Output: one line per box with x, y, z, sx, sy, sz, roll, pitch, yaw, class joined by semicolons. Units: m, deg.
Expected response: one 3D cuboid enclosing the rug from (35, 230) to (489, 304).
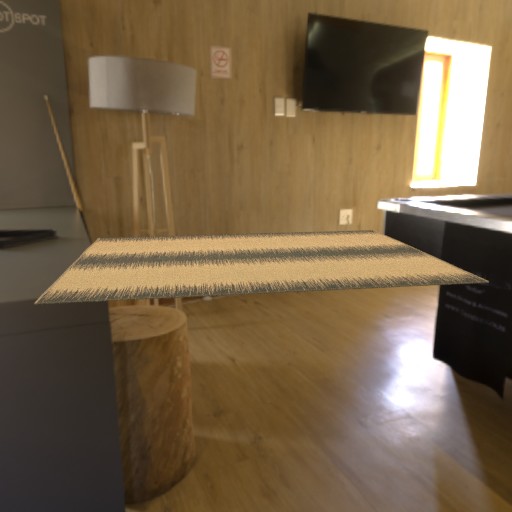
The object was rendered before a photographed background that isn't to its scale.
0.000;0.000;2.361;1.854;0.006;1.234;-2;14;-8;rug
